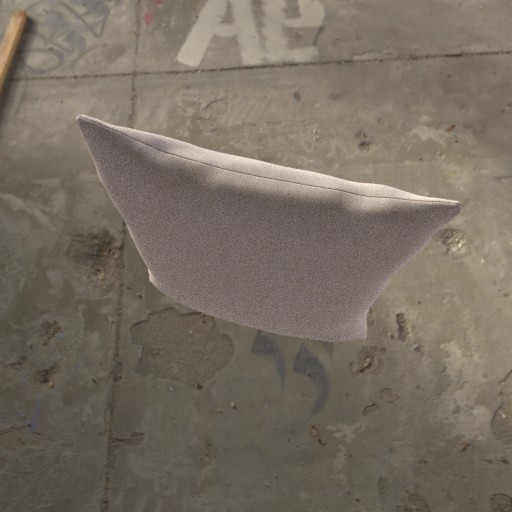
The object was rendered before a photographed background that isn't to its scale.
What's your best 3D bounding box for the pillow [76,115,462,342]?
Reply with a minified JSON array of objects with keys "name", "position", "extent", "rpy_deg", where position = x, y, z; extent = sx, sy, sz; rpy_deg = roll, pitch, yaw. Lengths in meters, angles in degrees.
[{"name":"pillow","position":[0.000,0.000,0.667],"extent":[0.433,0.436,0.173],"rpy_deg":[14,65,7]}]
